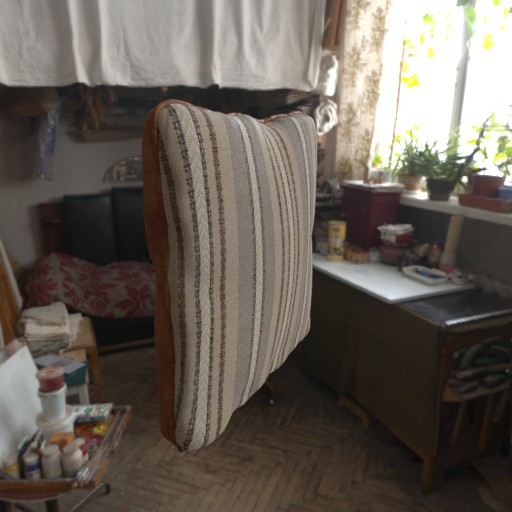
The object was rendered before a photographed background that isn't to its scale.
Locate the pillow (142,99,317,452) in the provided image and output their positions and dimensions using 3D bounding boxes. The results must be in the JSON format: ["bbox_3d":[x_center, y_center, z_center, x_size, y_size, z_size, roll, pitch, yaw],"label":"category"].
[{"bbox_3d":[0.000,0.000,0.765,0.130,0.490,0.489,8,18,26],"label":"pillow"}]
